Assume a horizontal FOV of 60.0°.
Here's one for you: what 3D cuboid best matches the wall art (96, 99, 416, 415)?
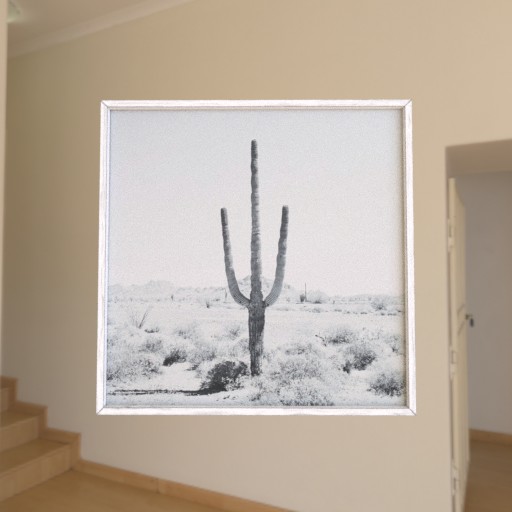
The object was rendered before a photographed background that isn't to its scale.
[{"bbox_3d":[0.000,0.000,0.447,0.305,0.305,0.038,0,-2,0],"label":"wall art"}]
